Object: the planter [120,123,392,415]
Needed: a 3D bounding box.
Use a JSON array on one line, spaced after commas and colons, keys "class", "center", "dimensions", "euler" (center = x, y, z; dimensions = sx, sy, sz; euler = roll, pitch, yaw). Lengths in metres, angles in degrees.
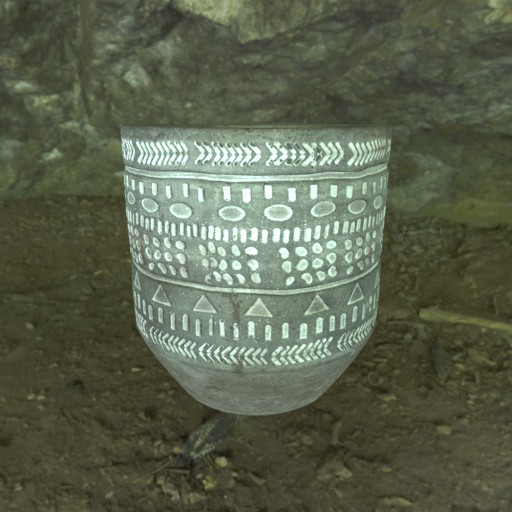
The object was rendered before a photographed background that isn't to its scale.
[{"class": "planter", "center": [0.000, 0.000, 0.261], "dimensions": [0.142, 0.149, 0.142], "euler": [0, 17, 0]}]
